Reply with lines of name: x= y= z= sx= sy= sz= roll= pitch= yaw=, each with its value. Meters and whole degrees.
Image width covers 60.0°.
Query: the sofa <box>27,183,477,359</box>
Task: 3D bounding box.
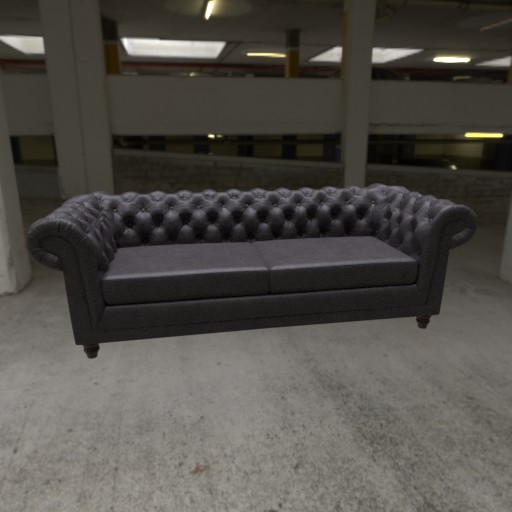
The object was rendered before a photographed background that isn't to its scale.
sofa: x=0.000 y=0.000 z=2.785 sx=2.385 sy=0.783 sz=0.944 roll=-3 pitch=17 yaw=-10
